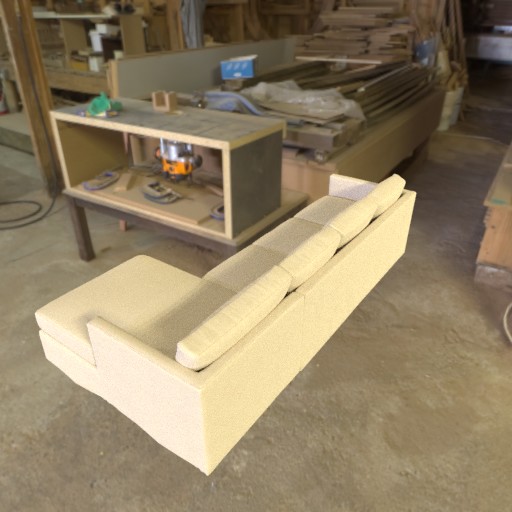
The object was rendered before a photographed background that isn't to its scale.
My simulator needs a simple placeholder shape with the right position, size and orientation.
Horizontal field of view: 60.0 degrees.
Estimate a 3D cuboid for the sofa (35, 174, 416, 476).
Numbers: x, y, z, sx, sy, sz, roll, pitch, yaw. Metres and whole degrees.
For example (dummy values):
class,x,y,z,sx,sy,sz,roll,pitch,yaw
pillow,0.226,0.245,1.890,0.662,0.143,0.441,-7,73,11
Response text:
class,x,y,z,sx,sy,sz,roll,pitch,yaw
sofa,0.000,0.000,3.801,1.622,0.871,3.206,20,36,30
